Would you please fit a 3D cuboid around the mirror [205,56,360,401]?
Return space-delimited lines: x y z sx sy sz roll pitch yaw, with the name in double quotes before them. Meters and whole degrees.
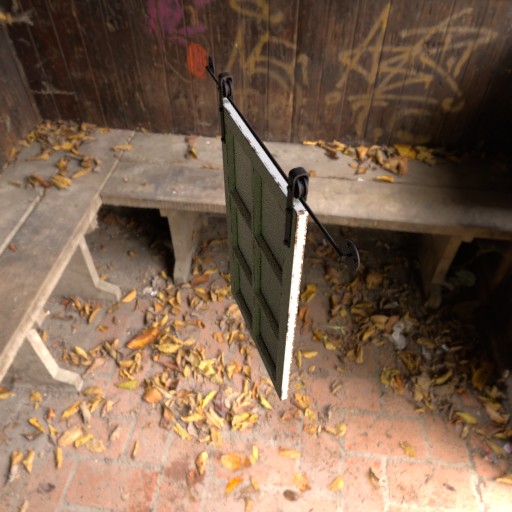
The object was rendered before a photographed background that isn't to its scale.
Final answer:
"mirror" 0.000 0.000 1.222 0.037 0.844 0.808 -16 49 -14
